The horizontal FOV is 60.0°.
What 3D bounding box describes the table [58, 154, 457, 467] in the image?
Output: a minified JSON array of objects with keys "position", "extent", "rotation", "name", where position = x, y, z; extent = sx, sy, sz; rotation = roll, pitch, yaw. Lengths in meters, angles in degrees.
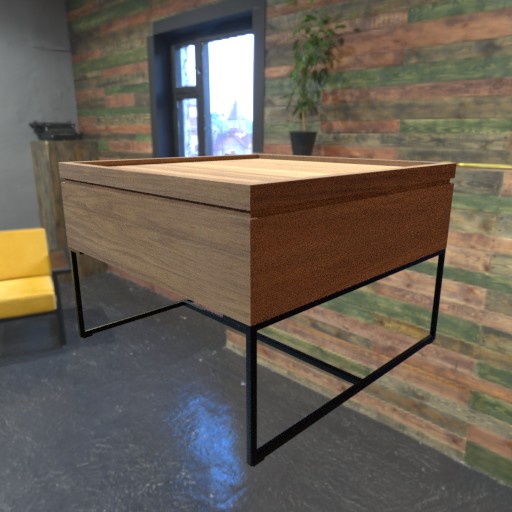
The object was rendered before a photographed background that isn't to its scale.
[{"position":[0.000,0.000,1.124],"extent":[0.676,0.464,0.679],"rotation":[-14,21,-42],"name":"table"}]
